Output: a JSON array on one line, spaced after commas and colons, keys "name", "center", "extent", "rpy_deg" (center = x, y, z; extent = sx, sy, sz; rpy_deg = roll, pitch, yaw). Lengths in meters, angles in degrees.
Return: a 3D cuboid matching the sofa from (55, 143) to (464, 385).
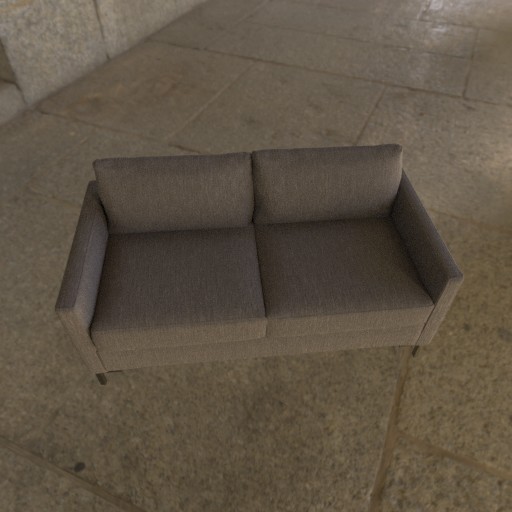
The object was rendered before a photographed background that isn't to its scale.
[{"name": "sofa", "center": [0.000, 0.000, 2.192], "extent": [1.682, 0.840, 0.875], "rpy_deg": [-4, 46, -4]}]
